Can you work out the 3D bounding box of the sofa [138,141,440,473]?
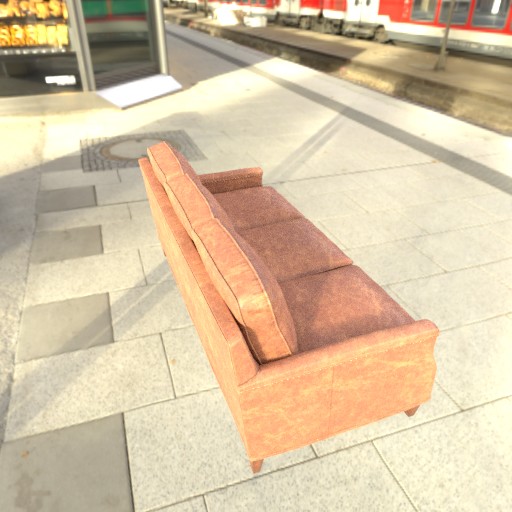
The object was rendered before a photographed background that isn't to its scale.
[{"bbox_3d":[0.000,0.000,2.810,1.084,1.003,2.246,-11,33,-18],"label":"sofa"}]
